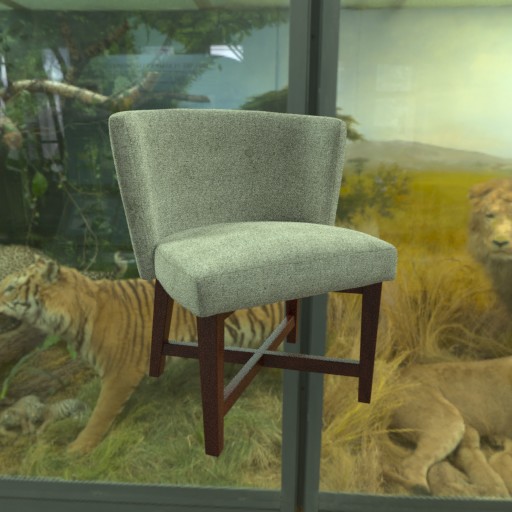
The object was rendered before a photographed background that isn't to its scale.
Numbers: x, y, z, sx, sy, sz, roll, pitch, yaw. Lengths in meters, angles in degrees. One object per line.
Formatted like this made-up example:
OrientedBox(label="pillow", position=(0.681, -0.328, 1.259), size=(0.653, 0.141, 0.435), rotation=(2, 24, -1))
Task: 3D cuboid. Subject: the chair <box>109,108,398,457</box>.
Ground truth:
OrientedBox(label="chair", position=(0.000, 0.000, 1.272), size=(0.728, 0.827, 0.575), rotation=(-8, 17, -27))
